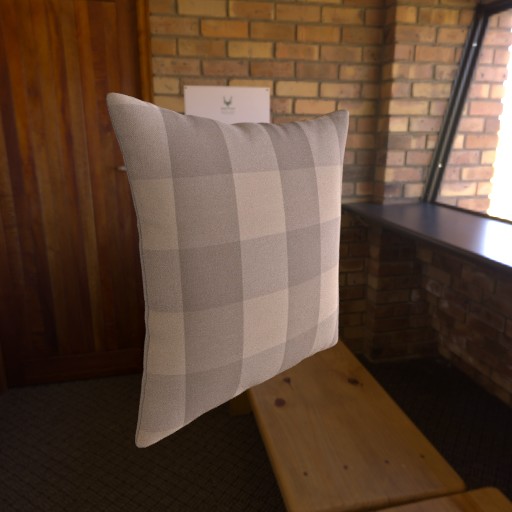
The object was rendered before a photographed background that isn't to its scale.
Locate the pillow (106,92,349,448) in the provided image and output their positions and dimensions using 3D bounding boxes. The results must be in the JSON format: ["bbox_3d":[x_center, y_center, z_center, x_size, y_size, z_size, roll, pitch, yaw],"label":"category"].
[{"bbox_3d":[0.000,0.000,0.777,0.511,0.509,0.161,-15,21,-43],"label":"pillow"}]
